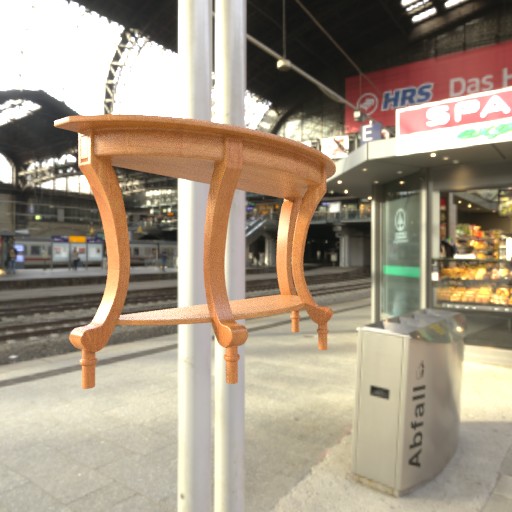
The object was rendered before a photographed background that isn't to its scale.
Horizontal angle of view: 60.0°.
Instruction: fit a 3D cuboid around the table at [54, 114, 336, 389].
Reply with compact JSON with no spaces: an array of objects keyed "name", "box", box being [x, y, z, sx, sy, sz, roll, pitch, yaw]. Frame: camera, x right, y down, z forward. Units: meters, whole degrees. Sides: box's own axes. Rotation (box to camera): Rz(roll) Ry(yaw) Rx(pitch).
[{"name":"table","box":[0.000,0.000,1.495,0.394,0.692,1.198,0,0,36]}]
